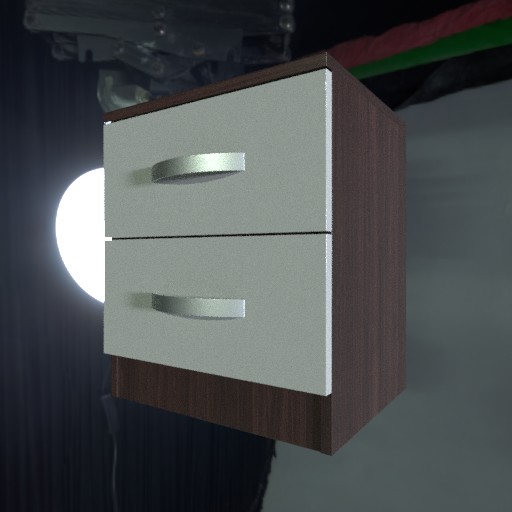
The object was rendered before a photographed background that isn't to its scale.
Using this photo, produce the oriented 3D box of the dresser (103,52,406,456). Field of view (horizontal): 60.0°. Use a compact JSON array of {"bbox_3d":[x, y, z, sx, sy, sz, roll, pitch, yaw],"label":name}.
[{"bbox_3d":[0.000,0.000,0.747,0.400,0.470,0.360,0,0,34],"label":"dresser"}]
